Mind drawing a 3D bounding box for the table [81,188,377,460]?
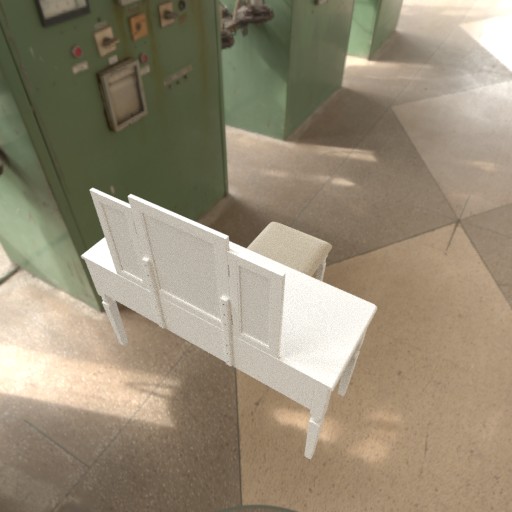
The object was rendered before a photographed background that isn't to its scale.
[{"bbox_3d":[0.000,0.000,2.338,1.369,1.310,1.115,24,50,22],"label":"table"}]
